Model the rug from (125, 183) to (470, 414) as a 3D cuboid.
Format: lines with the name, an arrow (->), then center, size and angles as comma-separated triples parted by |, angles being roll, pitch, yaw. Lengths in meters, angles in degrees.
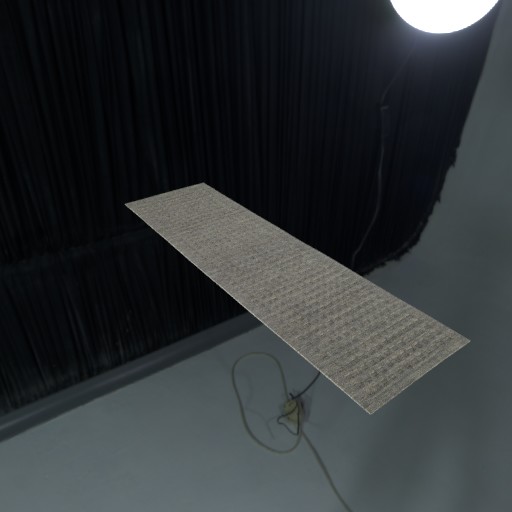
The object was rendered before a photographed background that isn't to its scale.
rug -> 0.000, 0.000, 2.748 | 0.706, 0.009, 2.443 | -21, 37, -31
